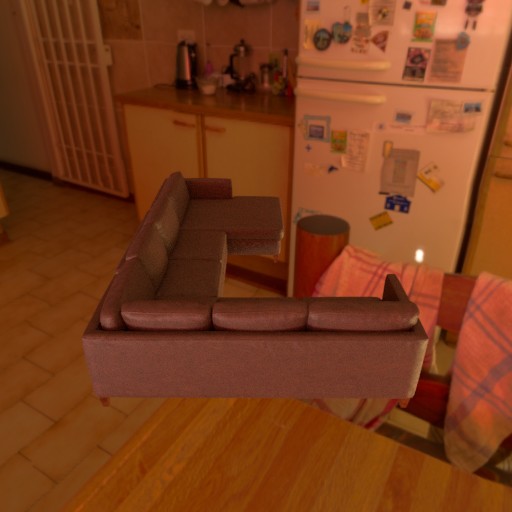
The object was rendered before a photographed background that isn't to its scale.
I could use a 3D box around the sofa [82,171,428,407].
[{"bbox_3d":[0.000,0.000,4.847,2.593,0.923,3.460,0,29,0],"label":"sofa"}]
